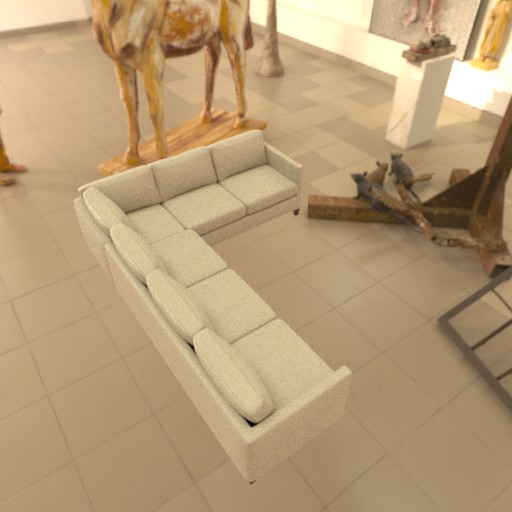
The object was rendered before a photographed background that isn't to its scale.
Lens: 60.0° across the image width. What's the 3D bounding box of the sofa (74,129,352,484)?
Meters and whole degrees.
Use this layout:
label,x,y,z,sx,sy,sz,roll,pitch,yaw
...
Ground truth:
label,x,y,z,sx,sy,sz,roll,pitch,yaw
sofa,0.000,0.000,4.432,2.522,0.934,3.333,-25,47,-26
